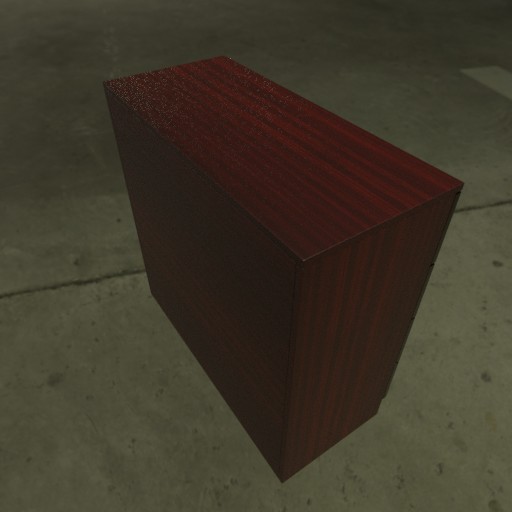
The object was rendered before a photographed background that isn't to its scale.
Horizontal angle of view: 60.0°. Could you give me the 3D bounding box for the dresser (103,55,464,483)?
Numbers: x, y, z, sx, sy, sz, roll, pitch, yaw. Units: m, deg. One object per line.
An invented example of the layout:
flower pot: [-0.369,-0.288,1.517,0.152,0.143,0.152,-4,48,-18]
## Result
dresser: [0.000,0.000,1.121,0.360,0.720,0.750,-24,47,-25]
